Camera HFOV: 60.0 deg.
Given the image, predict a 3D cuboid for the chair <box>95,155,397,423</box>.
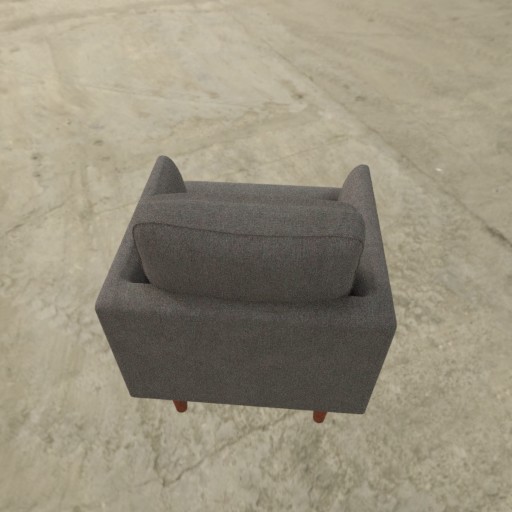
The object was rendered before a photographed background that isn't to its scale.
[{"bbox_3d":[0.000,0.000,1.634,0.858,0.957,0.899,3,45,3],"label":"chair"}]
